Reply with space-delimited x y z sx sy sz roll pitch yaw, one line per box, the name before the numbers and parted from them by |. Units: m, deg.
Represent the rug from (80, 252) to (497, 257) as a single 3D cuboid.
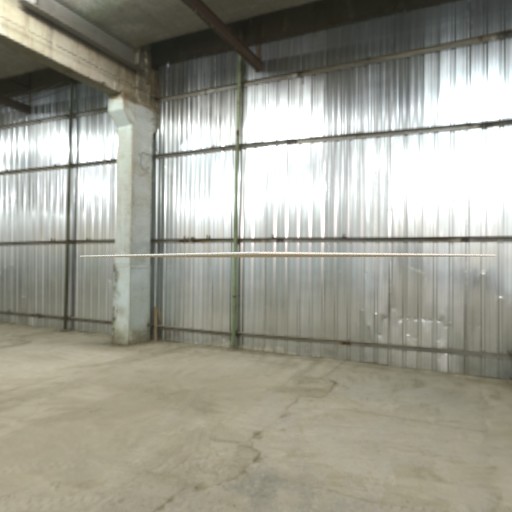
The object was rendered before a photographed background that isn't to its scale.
rug | 0.000 0.000 2.710 1.533 0.010 2.142 0 0 -36
